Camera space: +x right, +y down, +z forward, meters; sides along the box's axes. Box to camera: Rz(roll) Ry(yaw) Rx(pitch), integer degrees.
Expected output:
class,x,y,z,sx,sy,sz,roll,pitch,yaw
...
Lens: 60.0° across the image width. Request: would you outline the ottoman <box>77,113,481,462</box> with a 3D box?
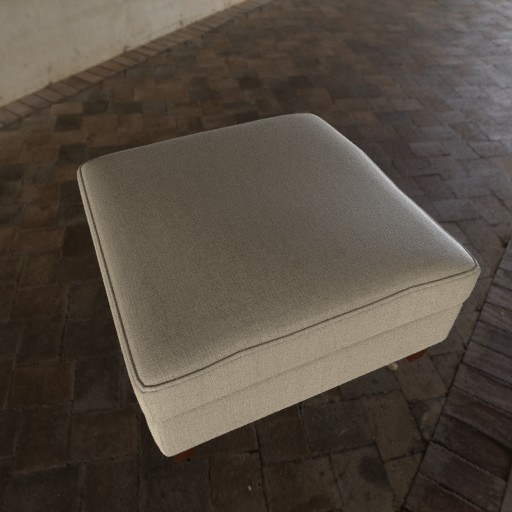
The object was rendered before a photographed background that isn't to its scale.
class,x,y,z,sx,sy,sz,roll,pitch,yaw
ottoman,0.000,0.000,1.306,0.838,0.478,0.838,-17,48,-16
